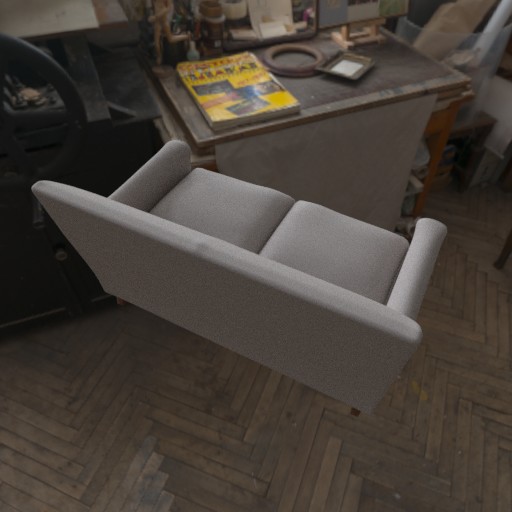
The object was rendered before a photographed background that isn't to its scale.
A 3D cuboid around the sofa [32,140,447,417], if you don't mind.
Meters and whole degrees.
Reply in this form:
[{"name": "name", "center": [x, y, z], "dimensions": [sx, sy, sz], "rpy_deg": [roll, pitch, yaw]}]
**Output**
[{"name": "sofa", "center": [0.000, 0.000, 2.035], "dimensions": [1.482, 0.890, 0.888], "rpy_deg": [21, 51, 18]}]
